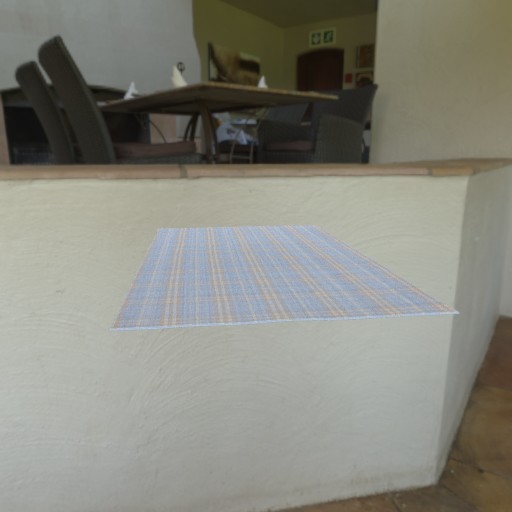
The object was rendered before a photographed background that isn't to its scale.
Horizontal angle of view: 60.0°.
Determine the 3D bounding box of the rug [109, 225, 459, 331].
[{"bbox_3d":[0.000,0.000,3.091,1.545,0.016,2.460,-2,13,-7],"label":"rug"}]
